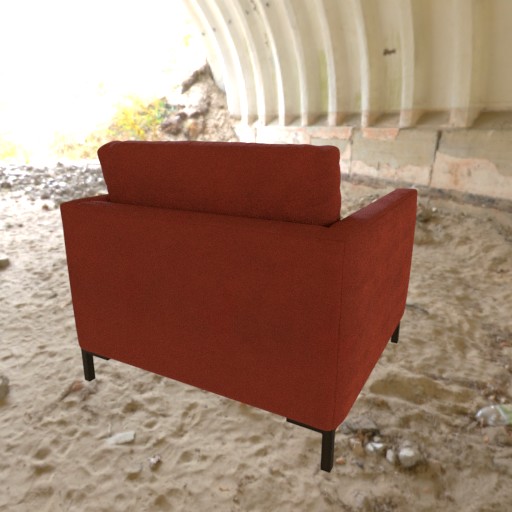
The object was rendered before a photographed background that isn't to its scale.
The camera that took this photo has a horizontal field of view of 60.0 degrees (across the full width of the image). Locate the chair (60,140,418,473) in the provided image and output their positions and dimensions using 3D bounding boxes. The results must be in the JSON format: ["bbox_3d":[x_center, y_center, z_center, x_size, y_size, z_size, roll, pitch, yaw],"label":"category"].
[{"bbox_3d":[0.000,0.000,1.584,0.964,0.812,0.875,9,19,28],"label":"chair"}]
